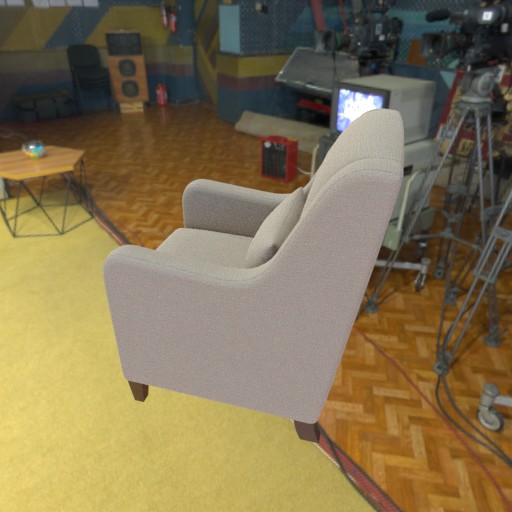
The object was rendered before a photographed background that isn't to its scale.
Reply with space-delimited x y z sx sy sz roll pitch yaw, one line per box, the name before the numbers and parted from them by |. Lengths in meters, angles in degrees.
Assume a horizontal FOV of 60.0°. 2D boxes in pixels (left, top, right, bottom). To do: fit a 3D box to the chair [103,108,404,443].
chair | 0.000 0.000 1.635 0.896 1.017 0.715 8 31 13
